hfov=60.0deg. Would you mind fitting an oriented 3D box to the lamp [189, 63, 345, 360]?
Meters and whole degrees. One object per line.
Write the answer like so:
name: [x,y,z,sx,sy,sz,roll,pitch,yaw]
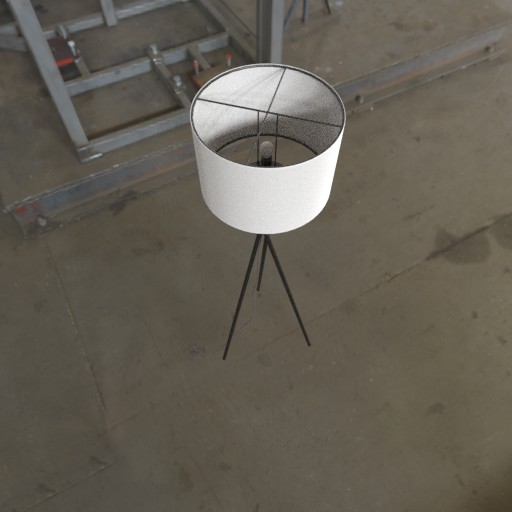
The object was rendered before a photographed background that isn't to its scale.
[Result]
lamp: [0.000,0.000,1.935,0.667,1.624,0.522,14,59,8]
